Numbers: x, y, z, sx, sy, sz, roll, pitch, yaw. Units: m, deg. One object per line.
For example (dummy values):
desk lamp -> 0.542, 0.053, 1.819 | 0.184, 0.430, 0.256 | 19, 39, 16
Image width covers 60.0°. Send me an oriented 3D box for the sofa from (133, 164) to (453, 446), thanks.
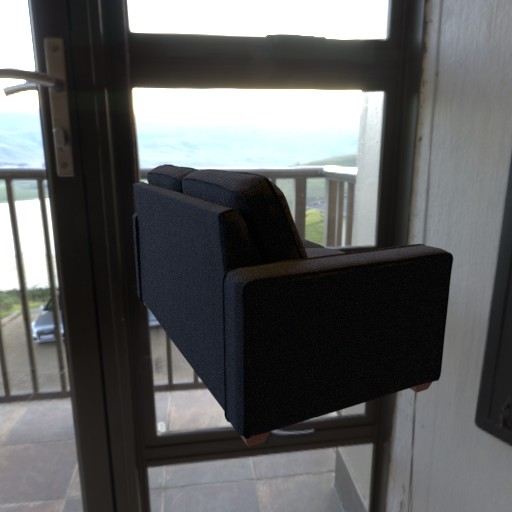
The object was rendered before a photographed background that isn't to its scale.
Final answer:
sofa -> 0.000, 0.000, 2.309 | 0.947, 0.918, 1.709 | -7, 15, -25
